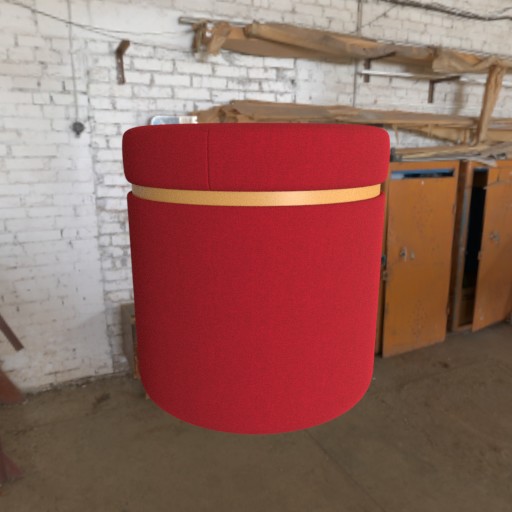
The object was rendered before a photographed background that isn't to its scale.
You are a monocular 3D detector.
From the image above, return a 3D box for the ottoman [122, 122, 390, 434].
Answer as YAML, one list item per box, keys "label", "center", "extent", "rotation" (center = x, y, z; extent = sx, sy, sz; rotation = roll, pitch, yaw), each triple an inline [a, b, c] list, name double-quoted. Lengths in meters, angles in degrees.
- label: "ottoman"
  center: [0.000, 0.000, 0.730]
  extent: [0.400, 0.406, 0.400]
  rotation: [0, 14, 0]
